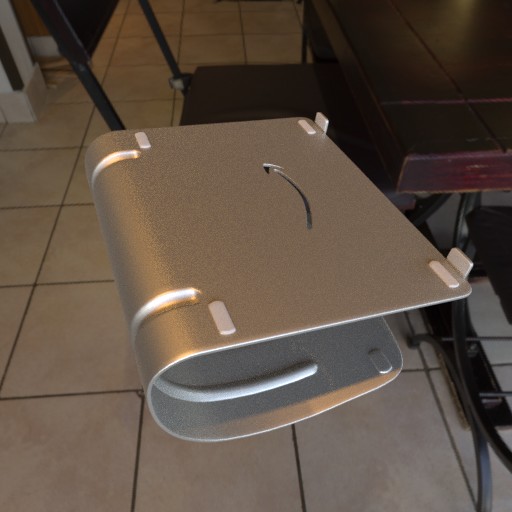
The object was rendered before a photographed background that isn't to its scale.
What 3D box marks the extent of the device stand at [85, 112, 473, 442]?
[{"bbox_3d":[0.000,0.000,0.390,0.236,0.155,0.256,-17,50,-15],"label":"device stand"}]
